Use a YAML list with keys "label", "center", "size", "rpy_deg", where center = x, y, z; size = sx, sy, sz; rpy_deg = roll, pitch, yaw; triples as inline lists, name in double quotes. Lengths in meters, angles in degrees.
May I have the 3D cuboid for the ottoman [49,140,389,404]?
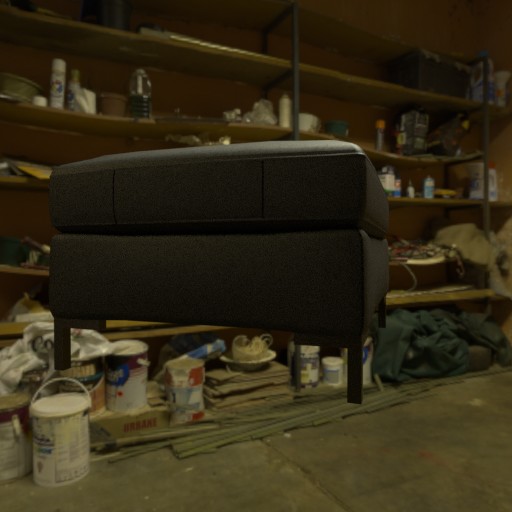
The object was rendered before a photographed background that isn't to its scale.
- label: "ottoman"
  center: [0.000, 0.000, 1.754]
  size: [0.967, 0.696, 1.187]
  rpy_deg: [0, 1, 19]
